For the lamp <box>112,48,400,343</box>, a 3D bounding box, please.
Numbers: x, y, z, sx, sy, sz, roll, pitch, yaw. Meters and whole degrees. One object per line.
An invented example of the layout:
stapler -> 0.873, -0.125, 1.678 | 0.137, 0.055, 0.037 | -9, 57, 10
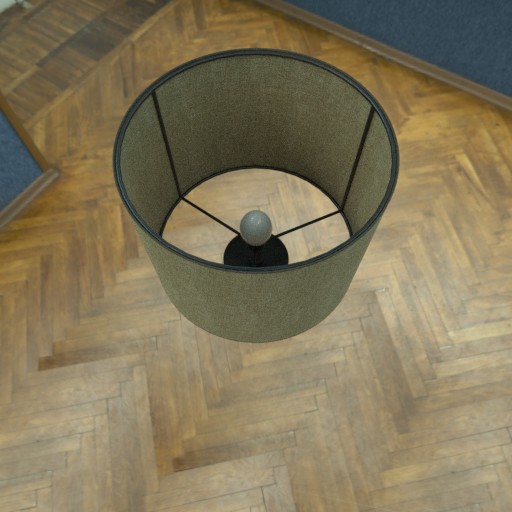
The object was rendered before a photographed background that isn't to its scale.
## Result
lamp -> 0.000, 0.000, 0.470 | 0.202, 0.350, 0.202 | 0, 63, 0
